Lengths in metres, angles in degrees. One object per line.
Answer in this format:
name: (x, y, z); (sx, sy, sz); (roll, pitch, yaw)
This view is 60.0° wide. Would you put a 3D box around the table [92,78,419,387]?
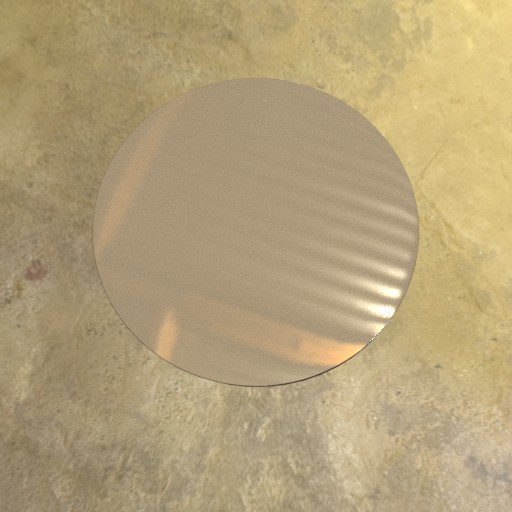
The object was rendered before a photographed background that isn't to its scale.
table: (0.000, 0.000, 0.892); (0.499, 0.443, 0.499); (0, 74, 0)
